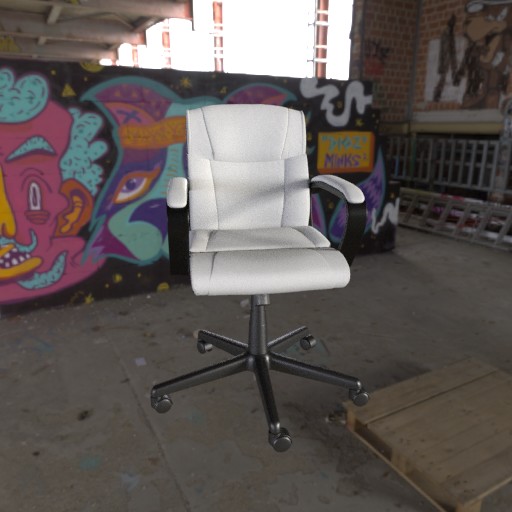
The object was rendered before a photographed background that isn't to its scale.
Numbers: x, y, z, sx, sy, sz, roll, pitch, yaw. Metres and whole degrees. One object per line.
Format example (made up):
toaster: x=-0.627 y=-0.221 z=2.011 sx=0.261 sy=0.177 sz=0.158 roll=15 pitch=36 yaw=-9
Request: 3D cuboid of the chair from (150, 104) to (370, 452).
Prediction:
chair: x=0.000 y=0.000 z=1.498 sx=0.739 sy=1.004 sz=0.717 roll=-2 pitch=16 yaw=-8
